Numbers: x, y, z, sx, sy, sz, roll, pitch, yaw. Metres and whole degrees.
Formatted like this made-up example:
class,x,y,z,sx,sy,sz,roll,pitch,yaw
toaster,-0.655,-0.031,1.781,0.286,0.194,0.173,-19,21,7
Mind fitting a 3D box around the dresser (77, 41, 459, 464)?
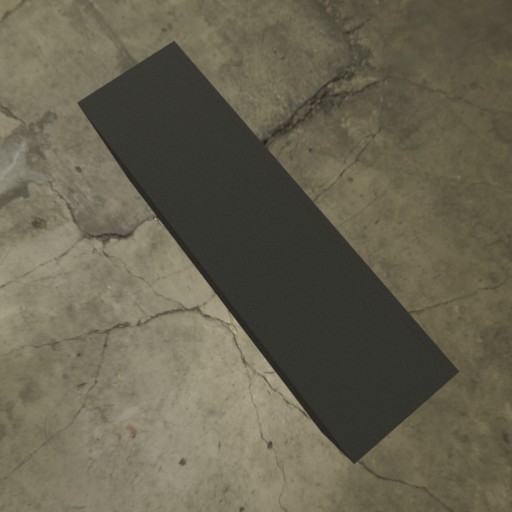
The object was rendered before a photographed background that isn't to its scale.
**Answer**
class,x,y,z,sx,sy,sz,roll,pitch,yaw
dresser,0.000,0.000,1.941,0.463,0.872,1.558,-37,79,-9
